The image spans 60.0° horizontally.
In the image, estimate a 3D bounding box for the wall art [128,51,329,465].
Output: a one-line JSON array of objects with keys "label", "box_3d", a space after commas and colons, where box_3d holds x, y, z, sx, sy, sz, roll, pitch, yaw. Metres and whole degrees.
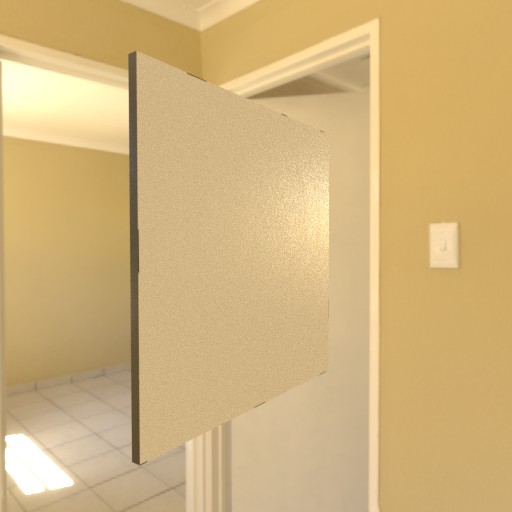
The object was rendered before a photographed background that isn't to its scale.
[{"label": "wall art", "box_3d": [0.000, 0.000, 0.658, 0.014, 0.445, 0.446, 1, 2, 36]}]
